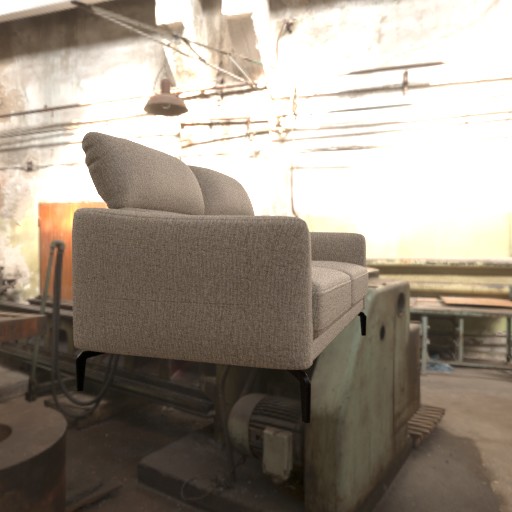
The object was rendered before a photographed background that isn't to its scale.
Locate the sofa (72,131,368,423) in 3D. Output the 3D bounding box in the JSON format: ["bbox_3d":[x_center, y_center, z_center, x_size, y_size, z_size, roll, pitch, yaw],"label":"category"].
[{"bbox_3d":[0.000,0.000,2.088,0.905,0.950,1.540,0,1,20],"label":"sofa"}]
